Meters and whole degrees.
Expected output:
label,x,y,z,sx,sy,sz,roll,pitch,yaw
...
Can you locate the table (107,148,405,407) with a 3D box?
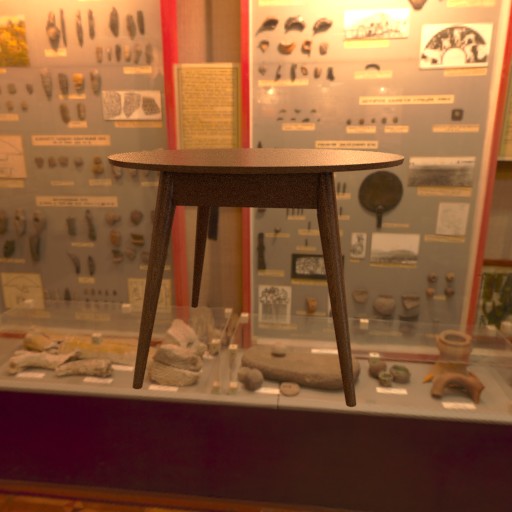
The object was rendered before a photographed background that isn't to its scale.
label,x,y,z,sx,sy,sz,roll,pitch,yaw
table,0.000,0.000,1.760,1.053,0.786,1.053,0,16,0
